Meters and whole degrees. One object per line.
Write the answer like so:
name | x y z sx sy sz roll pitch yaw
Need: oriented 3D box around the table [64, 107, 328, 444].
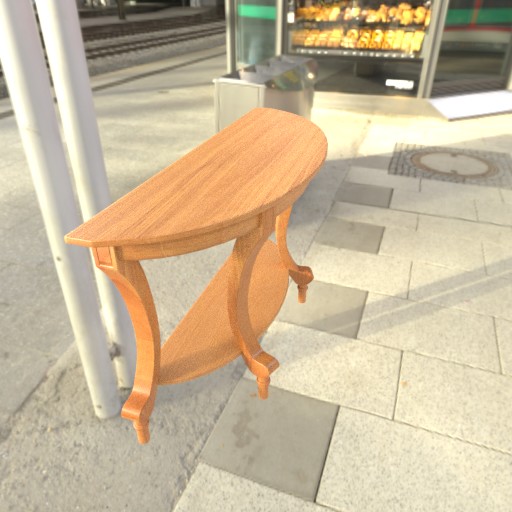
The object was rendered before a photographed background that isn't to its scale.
table | 0.000 0.000 1.478 0.394 0.692 1.198 10 32 16
